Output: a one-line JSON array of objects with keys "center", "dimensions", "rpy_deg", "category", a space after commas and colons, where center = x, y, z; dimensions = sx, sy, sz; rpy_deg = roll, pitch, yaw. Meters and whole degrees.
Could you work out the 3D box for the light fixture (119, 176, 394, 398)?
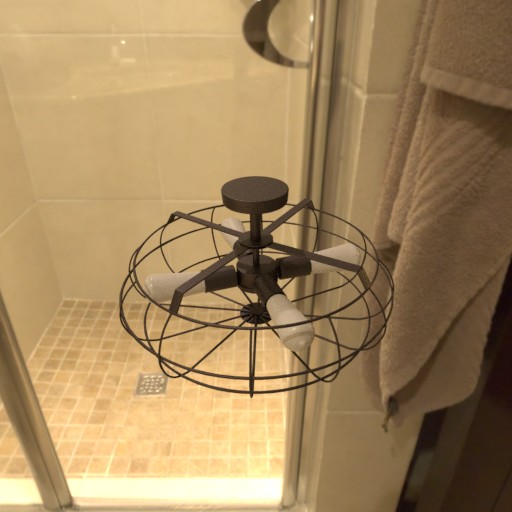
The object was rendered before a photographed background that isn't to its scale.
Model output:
[{"center": [0.000, 0.000, 0.942], "dimensions": [0.582, 0.311, 0.582], "rpy_deg": [0, 30, 0], "category": "light fixture"}]
